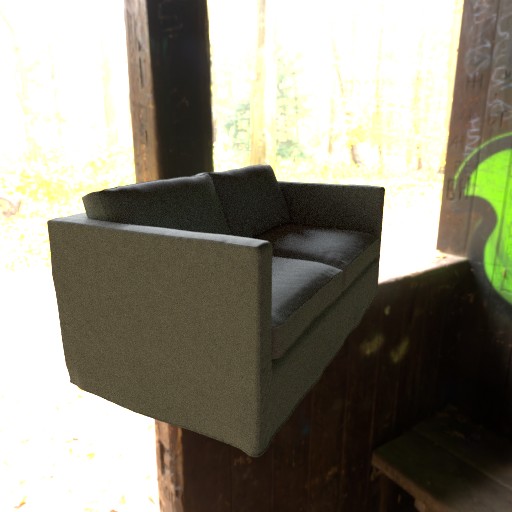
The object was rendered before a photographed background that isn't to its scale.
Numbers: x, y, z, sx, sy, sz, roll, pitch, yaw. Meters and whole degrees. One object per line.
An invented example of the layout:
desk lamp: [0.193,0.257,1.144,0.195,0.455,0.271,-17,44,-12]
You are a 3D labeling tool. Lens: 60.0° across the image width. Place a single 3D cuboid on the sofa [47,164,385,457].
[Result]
sofa: [0.000,0.000,2.270,0.944,0.830,1.727,8,17,27]
